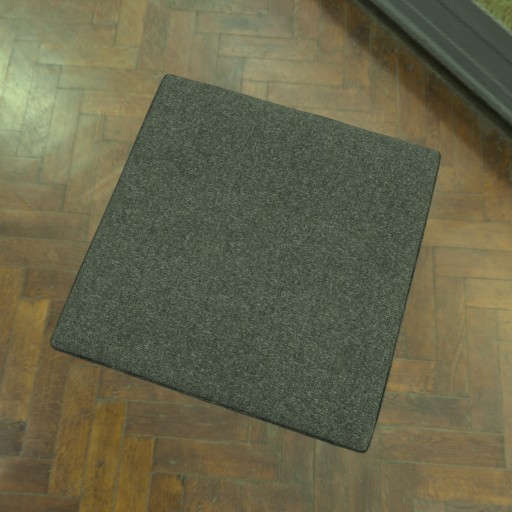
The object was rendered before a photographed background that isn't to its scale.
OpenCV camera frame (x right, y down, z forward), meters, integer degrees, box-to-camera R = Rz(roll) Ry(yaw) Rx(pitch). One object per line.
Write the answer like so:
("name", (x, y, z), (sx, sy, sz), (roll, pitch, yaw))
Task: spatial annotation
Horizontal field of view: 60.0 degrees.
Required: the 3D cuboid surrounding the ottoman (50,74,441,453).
("ottoman", (0.000, 0.000, 1.573), (1.017, 0.423, 1.021), (18, 76, 5))
